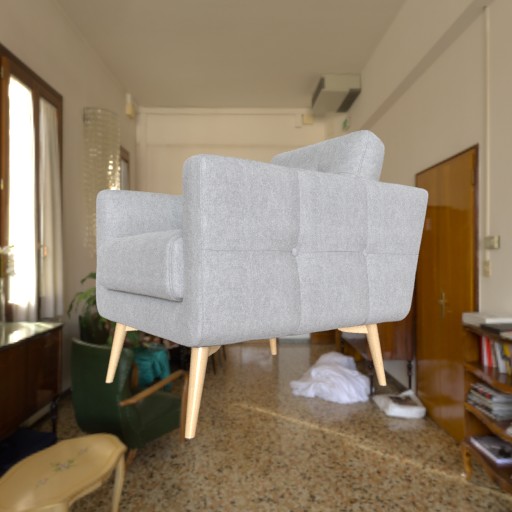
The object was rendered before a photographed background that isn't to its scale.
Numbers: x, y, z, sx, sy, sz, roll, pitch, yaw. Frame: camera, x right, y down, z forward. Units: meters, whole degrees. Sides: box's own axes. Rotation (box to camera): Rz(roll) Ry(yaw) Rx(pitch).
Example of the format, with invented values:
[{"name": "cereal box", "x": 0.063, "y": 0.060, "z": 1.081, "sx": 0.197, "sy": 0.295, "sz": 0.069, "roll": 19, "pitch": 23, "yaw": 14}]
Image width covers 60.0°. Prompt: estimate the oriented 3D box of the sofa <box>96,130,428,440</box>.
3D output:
[{"name": "sofa", "x": 0.000, "y": 0.000, "z": 1.517, "sx": 0.920, "sy": 0.860, "sz": 0.770, "roll": 0, "pitch": 0, "yaw": -37}]
